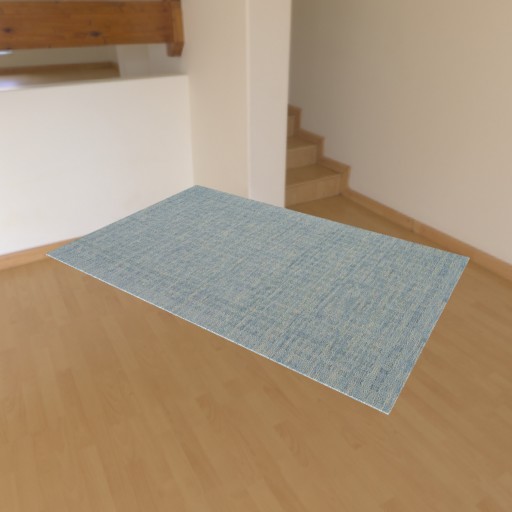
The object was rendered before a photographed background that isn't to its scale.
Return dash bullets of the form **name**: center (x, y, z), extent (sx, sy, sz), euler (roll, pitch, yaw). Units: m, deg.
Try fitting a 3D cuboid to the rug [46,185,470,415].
- **rug**: center (0.000, 0.000, 2.186), extent (1.752, 0.006, 1.142), euler (19, 35, 29)
